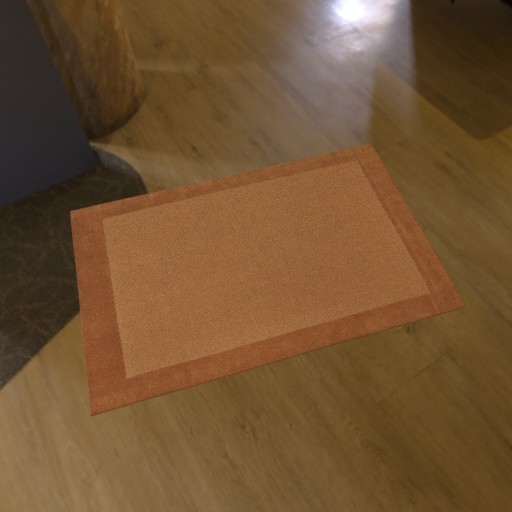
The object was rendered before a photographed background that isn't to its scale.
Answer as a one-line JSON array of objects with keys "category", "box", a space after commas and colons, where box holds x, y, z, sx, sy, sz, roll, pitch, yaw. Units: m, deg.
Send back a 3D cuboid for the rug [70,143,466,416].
[{"category": "rug", "box": [0.000, 0.000, 3.106, 2.438, 0.014, 1.524, -14, 60, -8]}]
